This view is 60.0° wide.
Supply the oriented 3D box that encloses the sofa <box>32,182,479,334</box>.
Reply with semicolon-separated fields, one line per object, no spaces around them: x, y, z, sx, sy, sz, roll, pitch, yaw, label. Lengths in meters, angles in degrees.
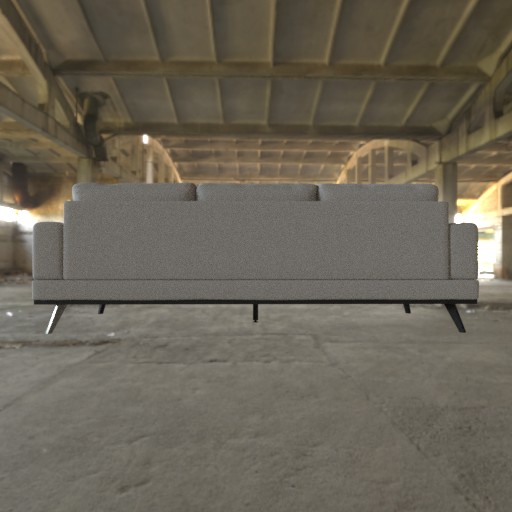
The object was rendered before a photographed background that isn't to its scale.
0.000;0.000;2.730;2.310;0.810;0.920;0;0;-1;sofa
